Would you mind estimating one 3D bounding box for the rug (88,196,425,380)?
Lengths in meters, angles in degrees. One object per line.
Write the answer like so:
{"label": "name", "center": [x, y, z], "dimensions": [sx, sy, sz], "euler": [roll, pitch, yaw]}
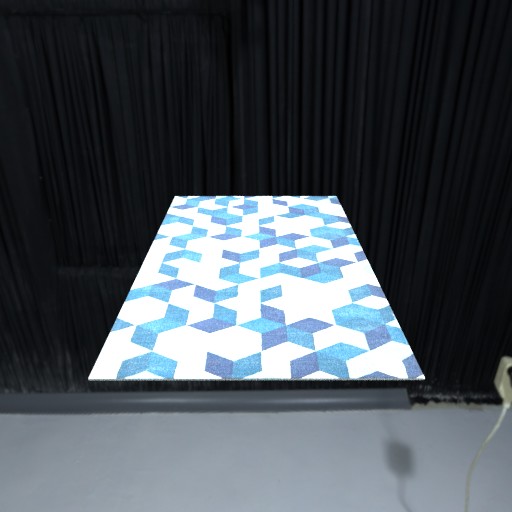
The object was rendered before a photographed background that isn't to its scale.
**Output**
{"label": "rug", "center": [0.000, 0.000, 3.080], "dimensions": [1.518, 0.015, 2.438], "euler": [0, 27, 0]}
